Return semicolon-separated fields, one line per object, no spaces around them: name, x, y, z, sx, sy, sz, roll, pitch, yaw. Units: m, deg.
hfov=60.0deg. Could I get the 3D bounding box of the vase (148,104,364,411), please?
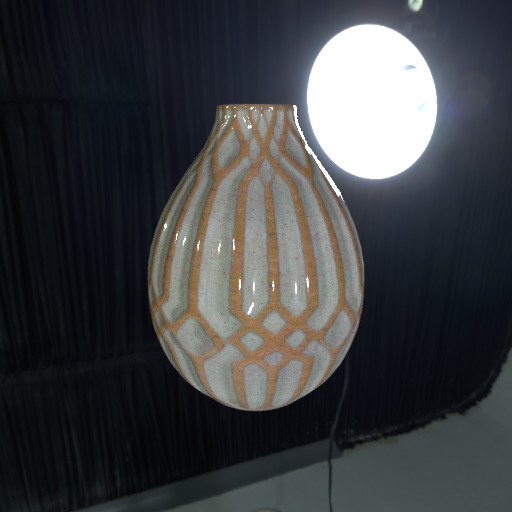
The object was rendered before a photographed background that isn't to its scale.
vase;0.000;0.000;0.271;0.131;0.175;0.131;0;17;0
